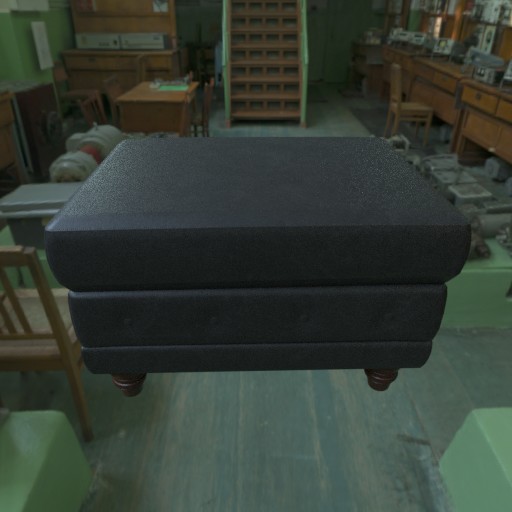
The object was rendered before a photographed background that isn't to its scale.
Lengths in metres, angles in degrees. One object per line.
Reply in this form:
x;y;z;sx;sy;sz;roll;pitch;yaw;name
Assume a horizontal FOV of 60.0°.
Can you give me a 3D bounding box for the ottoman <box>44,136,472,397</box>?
0.000;0.000;1.148;0.795;0.498;0.590;-1;30;-2;ottoman
